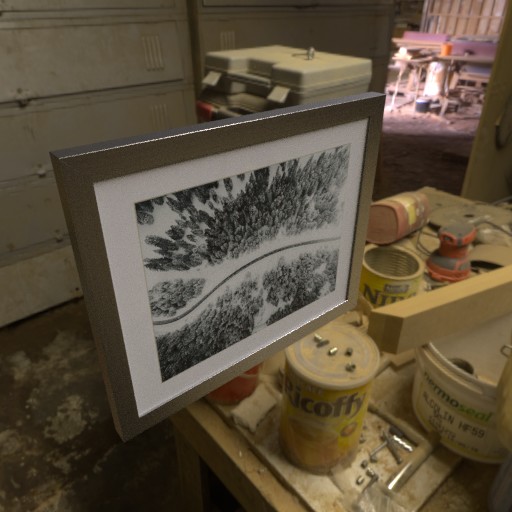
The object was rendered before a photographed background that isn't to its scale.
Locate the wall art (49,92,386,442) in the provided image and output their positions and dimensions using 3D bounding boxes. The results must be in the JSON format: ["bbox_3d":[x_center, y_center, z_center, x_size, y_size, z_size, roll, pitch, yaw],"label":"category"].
[{"bbox_3d":[0.000,0.000,0.740,0.557,0.456,0.032,-22,37,-33],"label":"wall art"}]
